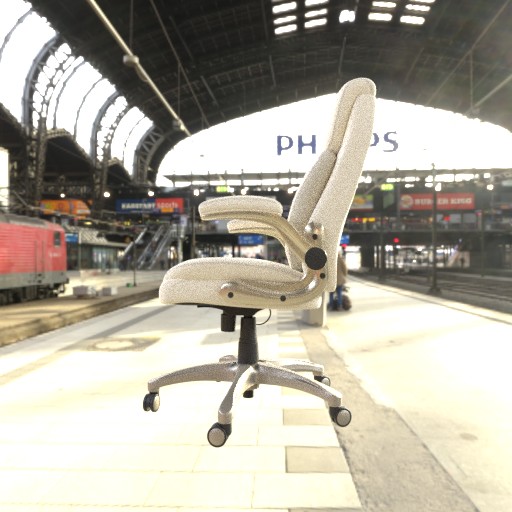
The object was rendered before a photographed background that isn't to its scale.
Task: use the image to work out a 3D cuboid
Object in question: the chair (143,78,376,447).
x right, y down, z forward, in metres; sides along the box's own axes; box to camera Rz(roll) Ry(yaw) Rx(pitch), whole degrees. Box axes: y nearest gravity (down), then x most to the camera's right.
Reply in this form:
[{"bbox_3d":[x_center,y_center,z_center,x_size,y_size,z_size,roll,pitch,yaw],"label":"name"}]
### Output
[{"bbox_3d":[0.000,0.000,1.632,0.794,1.110,0.740,0,0,0],"label":"chair"}]
